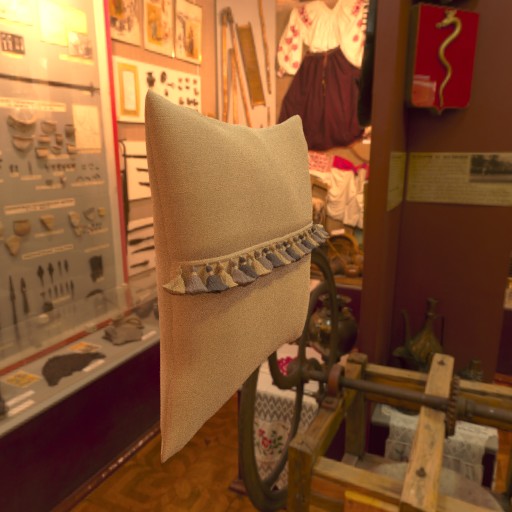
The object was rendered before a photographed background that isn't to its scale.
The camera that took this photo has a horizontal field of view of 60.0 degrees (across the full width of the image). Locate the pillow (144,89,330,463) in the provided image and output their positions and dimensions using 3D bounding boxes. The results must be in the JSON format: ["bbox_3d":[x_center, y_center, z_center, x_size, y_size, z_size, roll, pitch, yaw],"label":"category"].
[{"bbox_3d":[0.000,0.000,0.746,0.165,0.481,0.489,7,15,27],"label":"pillow"}]
